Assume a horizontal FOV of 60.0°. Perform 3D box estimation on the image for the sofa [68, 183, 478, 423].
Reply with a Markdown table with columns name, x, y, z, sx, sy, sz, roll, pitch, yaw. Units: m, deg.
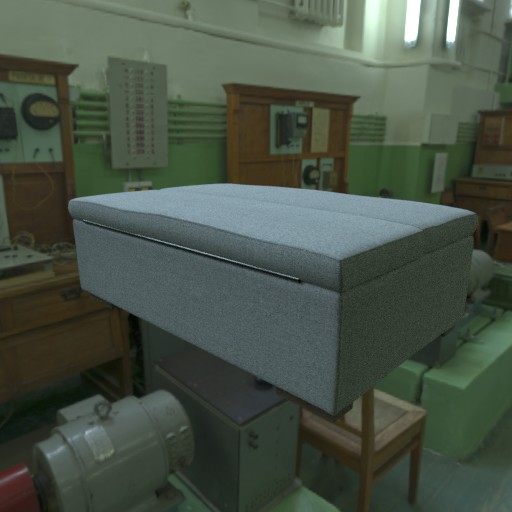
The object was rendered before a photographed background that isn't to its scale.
| name | x | y | z | sx | sy | sz | roll | pitch | yaw |
| --- | --- | --- | --- | --- | --- | --- | --- | --- | --- |
| sofa | 0.000 | 0.000 | 1.601 | 1.250 | 0.434 | 0.817 | 14 | 20 | 42 |
